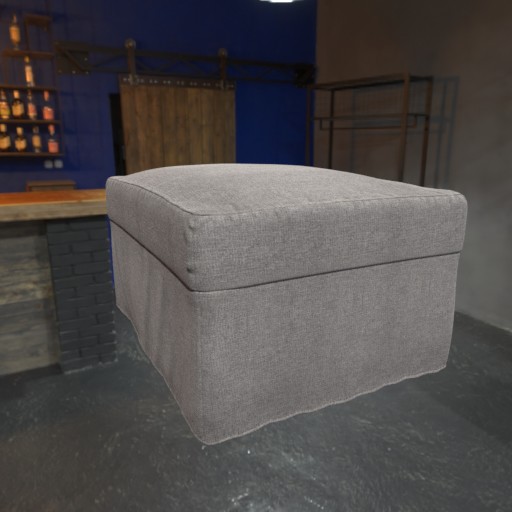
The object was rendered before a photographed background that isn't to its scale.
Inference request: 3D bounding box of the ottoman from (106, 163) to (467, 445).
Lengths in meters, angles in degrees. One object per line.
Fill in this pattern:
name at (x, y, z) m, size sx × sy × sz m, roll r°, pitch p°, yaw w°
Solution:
ottoman at (0.000, 0.000, 1.227) m, size 0.652 × 0.492 × 0.833 m, roll -7°, pitch 16°, yaw -26°
